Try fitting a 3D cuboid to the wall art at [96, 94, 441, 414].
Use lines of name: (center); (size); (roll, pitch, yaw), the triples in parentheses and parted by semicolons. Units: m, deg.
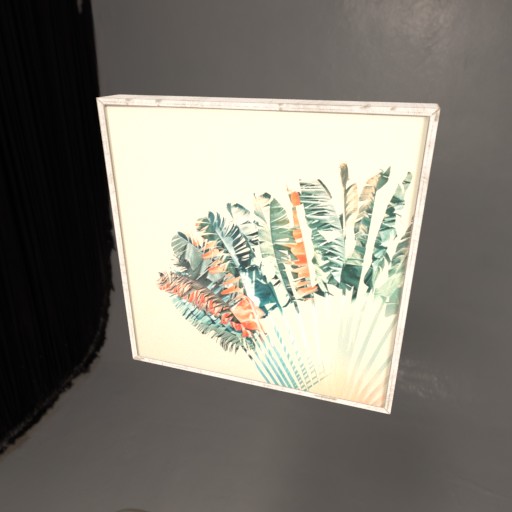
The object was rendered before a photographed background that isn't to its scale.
wall art: (0.000, 0.000, 0.456); (0.305, 0.303, 0.038); (7, 26, 16)
